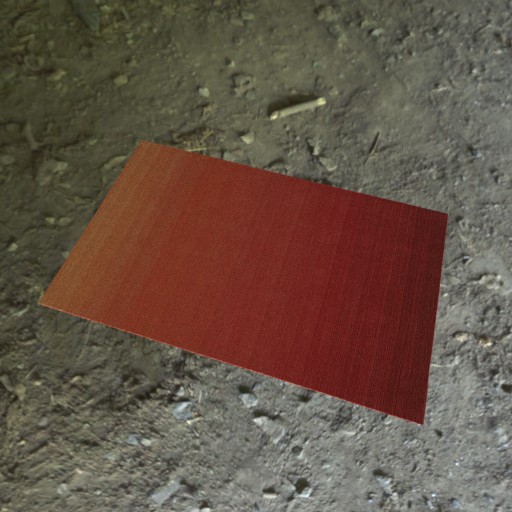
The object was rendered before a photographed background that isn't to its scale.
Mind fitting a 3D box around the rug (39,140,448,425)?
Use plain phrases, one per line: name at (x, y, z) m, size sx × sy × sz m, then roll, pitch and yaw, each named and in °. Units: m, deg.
rug at (0.000, 0.000, 3.028) m, size 2.442 × 0.010 × 1.531 m, roll 15°, pitch 60°, yaw 9°
